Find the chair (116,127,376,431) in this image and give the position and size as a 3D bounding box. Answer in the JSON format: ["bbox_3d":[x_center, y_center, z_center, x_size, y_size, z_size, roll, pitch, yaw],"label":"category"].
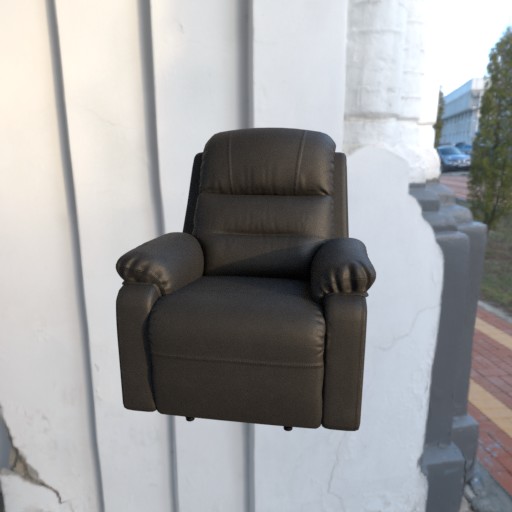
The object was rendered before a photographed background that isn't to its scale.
[{"bbox_3d":[0.000,0.000,1.736,0.855,0.992,0.919,2,14,9],"label":"chair"}]
